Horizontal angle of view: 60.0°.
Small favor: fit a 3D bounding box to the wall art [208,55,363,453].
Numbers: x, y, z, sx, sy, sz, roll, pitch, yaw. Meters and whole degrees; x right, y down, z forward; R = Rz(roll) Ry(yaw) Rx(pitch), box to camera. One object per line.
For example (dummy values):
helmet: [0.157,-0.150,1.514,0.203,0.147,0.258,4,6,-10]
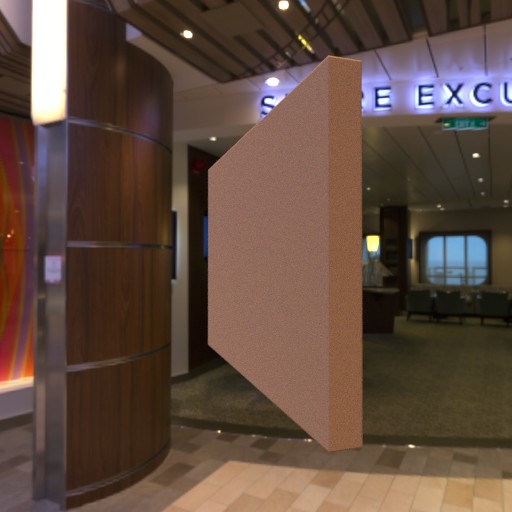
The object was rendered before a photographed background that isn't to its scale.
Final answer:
wall art: [0.000,0.000,0.751,0.039,0.407,0.609,0,-1,-18]
